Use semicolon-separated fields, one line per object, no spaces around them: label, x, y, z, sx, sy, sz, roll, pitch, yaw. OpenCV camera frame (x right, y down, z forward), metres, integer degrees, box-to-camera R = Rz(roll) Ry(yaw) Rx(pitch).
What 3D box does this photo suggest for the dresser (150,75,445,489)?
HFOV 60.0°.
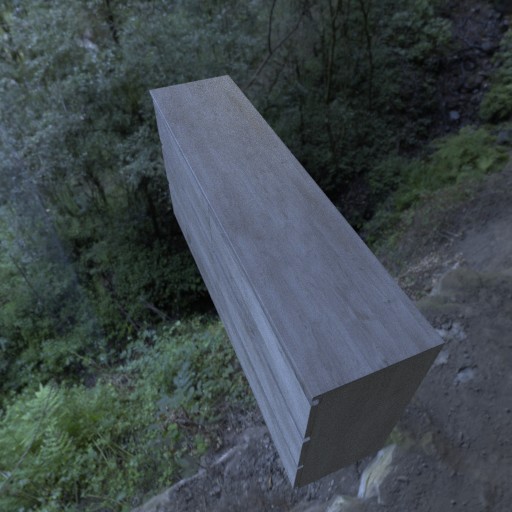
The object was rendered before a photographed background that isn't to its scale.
dresser;0.000;0.000;1.868;0.390;0.795;1.590;-18;50;-15
